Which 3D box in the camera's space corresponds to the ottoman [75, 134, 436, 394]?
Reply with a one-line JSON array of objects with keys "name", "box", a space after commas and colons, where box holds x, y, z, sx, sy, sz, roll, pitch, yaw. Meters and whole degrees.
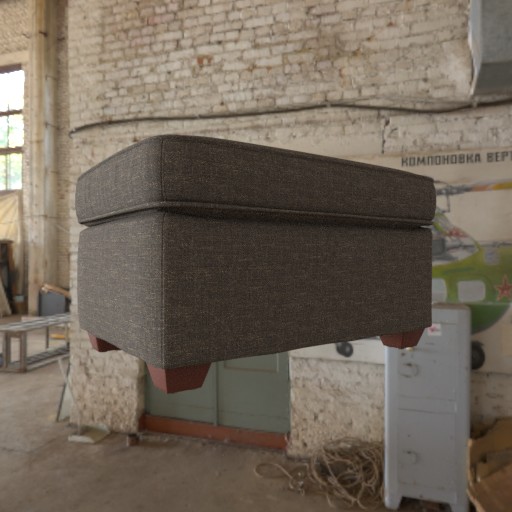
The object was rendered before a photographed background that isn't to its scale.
[{"name": "ottoman", "box": [0.000, 0.000, 1.082, 0.749, 0.450, 0.549, 0, 0, -35]}]
